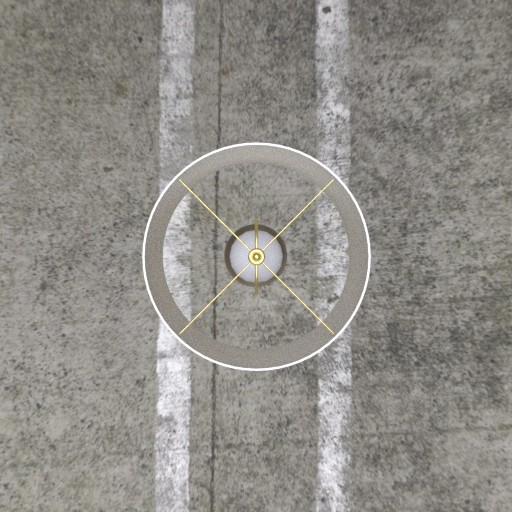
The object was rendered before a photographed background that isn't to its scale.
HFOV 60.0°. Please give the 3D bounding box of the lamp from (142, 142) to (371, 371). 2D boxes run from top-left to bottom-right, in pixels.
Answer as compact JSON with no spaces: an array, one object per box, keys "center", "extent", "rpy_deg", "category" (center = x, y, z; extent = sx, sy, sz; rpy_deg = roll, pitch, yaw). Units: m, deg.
[{"center":[0.000,0.000,0.815],"extent":[0.328,0.619,0.328],"rpy_deg":[0,90,0],"category":"lamp"}]
